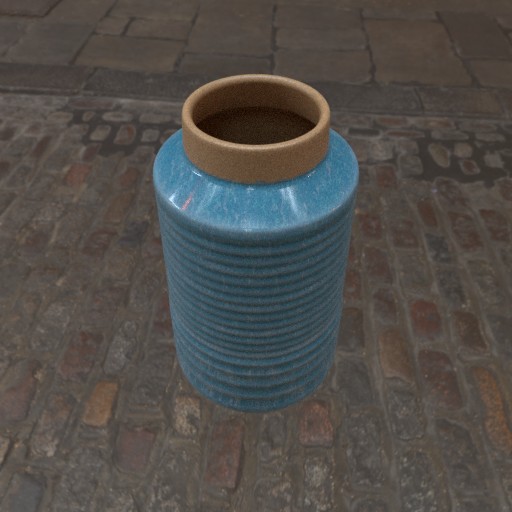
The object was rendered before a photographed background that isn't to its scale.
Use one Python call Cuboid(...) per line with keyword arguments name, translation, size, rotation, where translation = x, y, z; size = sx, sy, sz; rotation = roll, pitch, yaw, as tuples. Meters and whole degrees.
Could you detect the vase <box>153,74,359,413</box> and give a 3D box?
Cuboid(name="vase", translation=(0.000, 0.000, 0.367), size=(0.163, 0.267, 0.163), rotation=(0, 47, 0))
